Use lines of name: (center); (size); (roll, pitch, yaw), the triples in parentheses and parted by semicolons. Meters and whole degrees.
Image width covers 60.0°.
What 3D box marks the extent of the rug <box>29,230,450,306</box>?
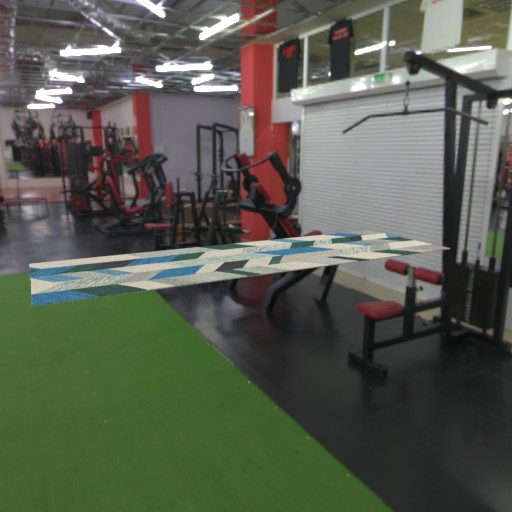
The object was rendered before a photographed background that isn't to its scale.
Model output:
rug: (0.000, 0.000, 2.664); (2.437, 0.008, 0.774); (-7, 15, -26)
